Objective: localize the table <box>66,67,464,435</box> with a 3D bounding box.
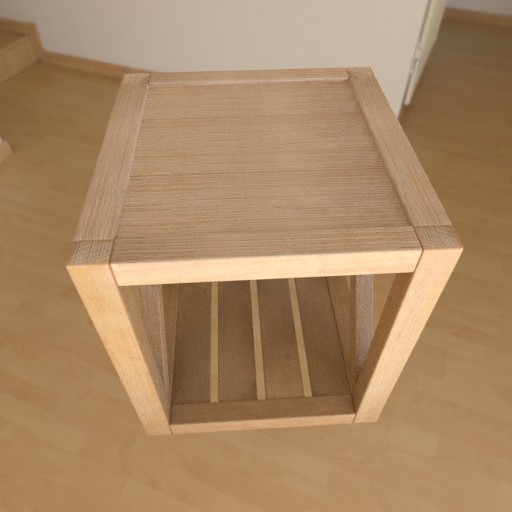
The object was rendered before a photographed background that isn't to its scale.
[{"bbox_3d":[0.000,0.000,1.015,0.558,0.610,0.559,-3,48,-2],"label":"table"}]
